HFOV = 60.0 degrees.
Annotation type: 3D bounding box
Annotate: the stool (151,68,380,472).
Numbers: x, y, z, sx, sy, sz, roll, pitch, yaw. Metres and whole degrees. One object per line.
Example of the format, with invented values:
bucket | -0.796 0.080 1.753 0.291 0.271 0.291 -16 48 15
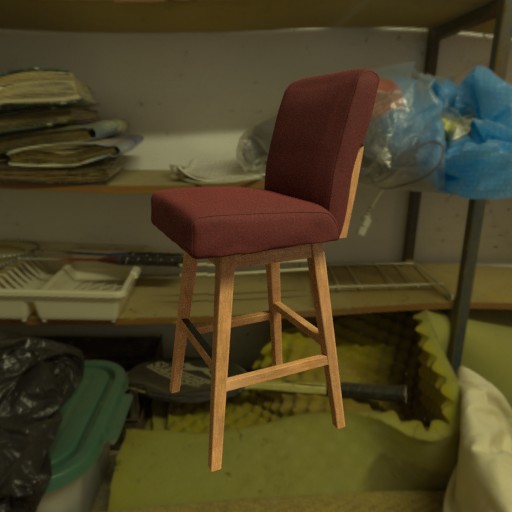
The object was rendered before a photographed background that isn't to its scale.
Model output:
stool | 0.000 0.000 1.398 0.562 1.093 0.468 -8 18 -24
